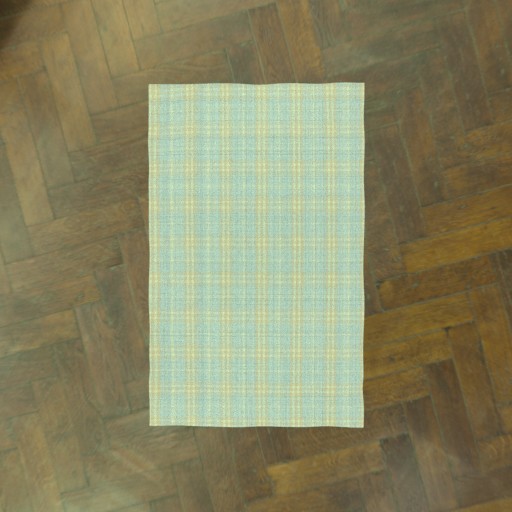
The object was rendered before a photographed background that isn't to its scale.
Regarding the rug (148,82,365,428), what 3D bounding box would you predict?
[{"bbox_3d":[0.000,0.000,3.166,1.545,0.016,2.460,0,91,1],"label":"rug"}]
